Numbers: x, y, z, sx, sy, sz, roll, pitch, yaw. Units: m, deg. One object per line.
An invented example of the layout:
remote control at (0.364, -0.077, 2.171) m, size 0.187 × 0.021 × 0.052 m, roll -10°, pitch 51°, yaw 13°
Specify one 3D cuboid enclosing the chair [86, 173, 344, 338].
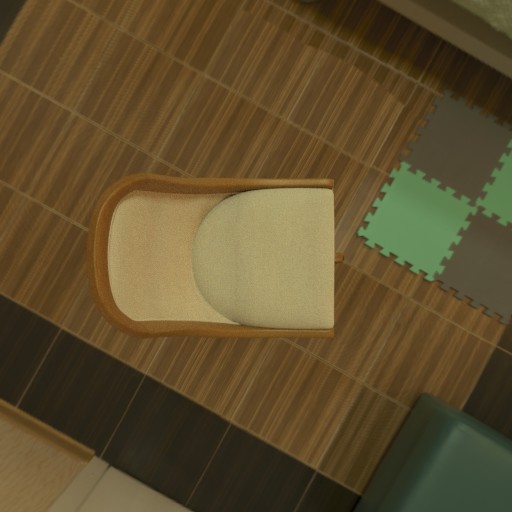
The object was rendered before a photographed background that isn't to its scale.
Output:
chair at (0.000, 0.000, 1.547) m, size 0.811 × 1.009 × 0.702 m, roll 0°, pitch 89°, yaw 0°
